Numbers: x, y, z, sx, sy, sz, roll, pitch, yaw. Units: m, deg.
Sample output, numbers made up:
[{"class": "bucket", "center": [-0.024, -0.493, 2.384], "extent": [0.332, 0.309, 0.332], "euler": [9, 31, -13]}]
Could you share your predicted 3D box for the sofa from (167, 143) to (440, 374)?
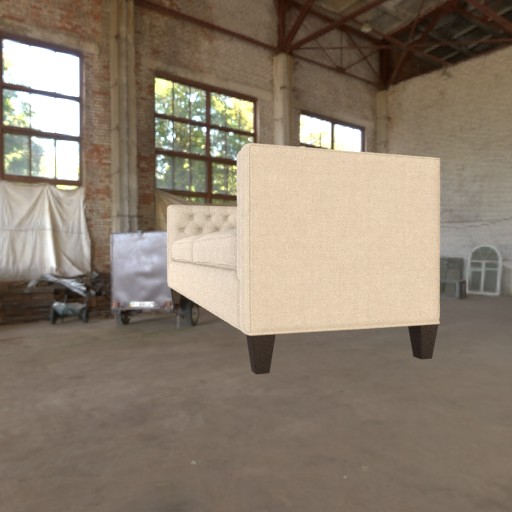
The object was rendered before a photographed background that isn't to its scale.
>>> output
[{"class": "sofa", "center": [0.000, 0.000, 2.571], "extent": [0.775, 0.762, 2.159], "euler": [0, 1, -18]}]
